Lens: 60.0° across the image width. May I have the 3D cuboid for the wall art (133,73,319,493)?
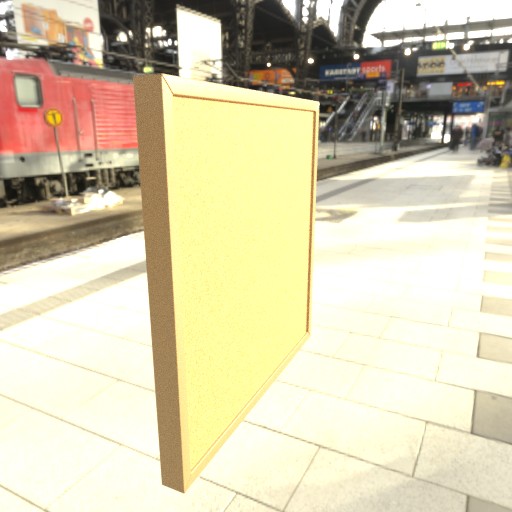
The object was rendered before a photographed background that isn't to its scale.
[{"bbox_3d":[0.000,0.000,0.734,0.036,0.509,0.509,7,17,24],"label":"wall art"}]
